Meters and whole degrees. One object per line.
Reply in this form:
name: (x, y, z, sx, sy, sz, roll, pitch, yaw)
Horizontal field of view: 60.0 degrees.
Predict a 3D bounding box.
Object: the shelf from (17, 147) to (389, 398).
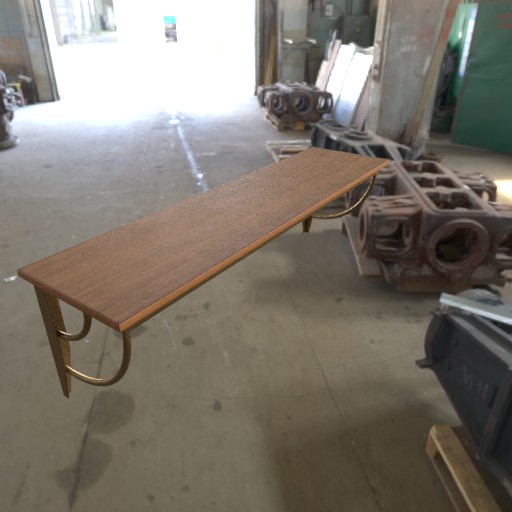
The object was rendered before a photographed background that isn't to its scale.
shelf: (0.000, 0.000, 0.697, 0.166, 0.190, 0.636, 19, 33, 31)
